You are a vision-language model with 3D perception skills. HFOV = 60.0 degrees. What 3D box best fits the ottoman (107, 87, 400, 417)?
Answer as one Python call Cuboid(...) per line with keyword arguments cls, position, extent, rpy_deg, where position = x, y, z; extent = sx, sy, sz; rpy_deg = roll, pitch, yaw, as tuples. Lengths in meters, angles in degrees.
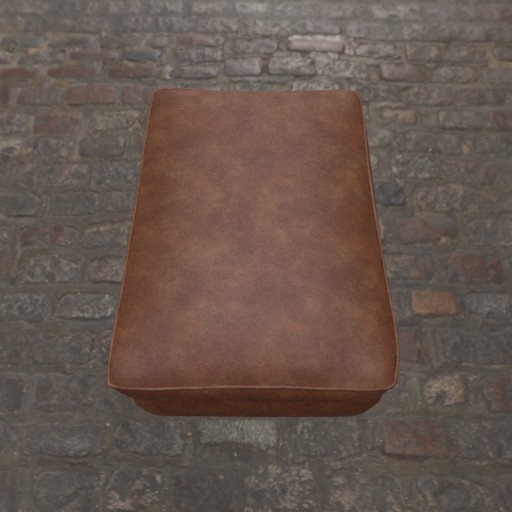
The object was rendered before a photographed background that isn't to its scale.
Cuboid(cls="ottoman", position=(0.000, 0.000, 0.981), extent=(0.501, 0.418, 0.665), rpy_deg=(0, 62, 0))
